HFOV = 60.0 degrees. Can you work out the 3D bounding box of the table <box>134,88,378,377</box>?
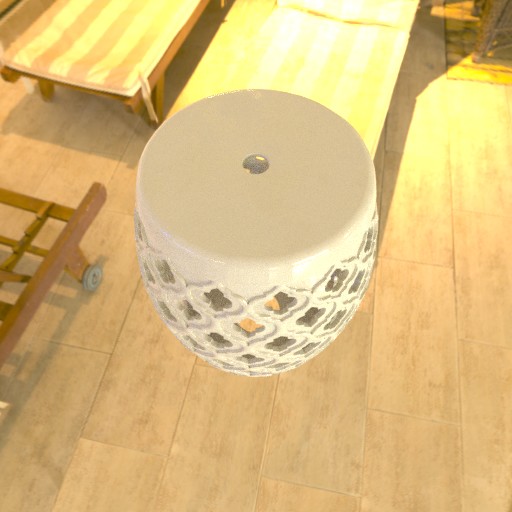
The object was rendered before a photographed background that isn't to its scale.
[{"bbox_3d":[0.000,0.000,0.648,0.325,0.388,0.325,0,59,0],"label":"table"}]
